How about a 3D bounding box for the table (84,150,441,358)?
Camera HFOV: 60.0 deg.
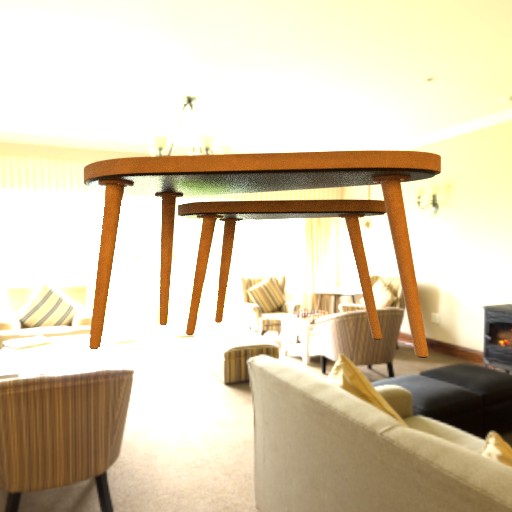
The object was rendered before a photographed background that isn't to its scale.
[{"bbox_3d":[0.000,0.000,1.563,1.190,0.595,0.701,0,1,18],"label":"table"}]
